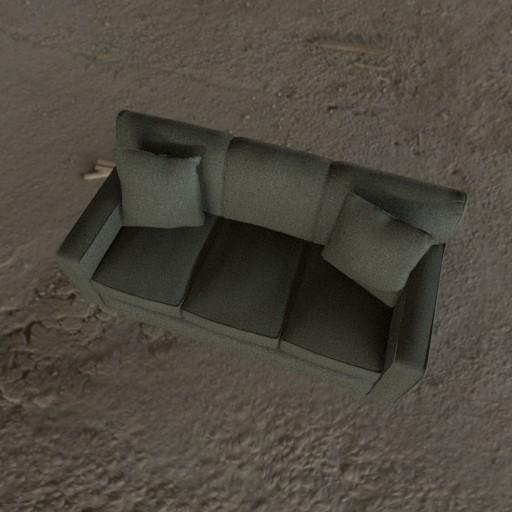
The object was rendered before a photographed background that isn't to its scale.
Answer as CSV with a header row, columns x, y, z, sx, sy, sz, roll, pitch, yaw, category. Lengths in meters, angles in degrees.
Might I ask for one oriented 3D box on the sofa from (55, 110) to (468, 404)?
x,y,z,sx,sy,sz,roll,pitch,yaw,category
0.000,0.000,2.592,2.024,0.958,0.997,16,59,10,sofa
